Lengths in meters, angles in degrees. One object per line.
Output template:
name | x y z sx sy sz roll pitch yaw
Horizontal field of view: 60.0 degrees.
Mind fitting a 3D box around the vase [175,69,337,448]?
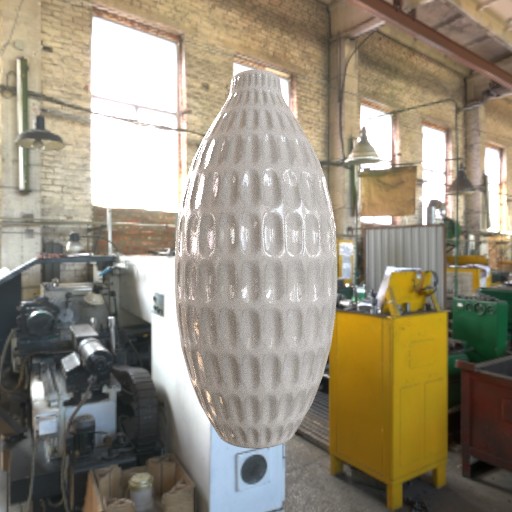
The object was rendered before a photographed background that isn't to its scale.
vase | 0.000 0.000 0.352 0.127 0.282 0.127 0 0 0
